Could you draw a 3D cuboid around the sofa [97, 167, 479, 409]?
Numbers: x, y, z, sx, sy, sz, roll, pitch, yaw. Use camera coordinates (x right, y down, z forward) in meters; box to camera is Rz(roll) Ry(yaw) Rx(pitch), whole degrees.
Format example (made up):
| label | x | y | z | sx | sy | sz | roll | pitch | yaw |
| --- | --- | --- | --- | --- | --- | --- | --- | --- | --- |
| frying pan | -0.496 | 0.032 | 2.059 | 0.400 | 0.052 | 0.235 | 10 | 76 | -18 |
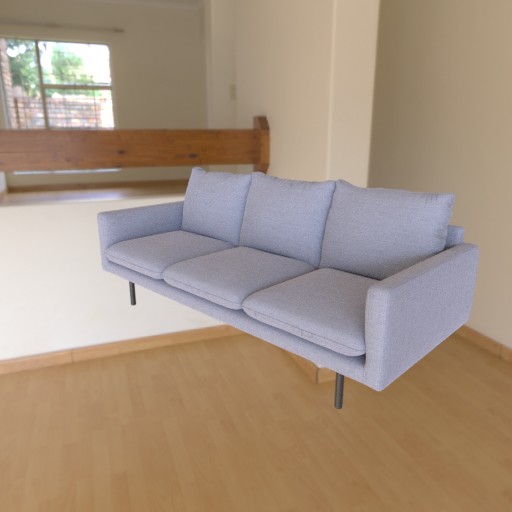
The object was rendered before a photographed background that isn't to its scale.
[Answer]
| label | x | y | z | sx | sy | sz | roll | pitch | yaw |
| --- | --- | --- | --- | --- | --- | --- | --- | --- | --- |
| sofa | 0.000 | 0.000 | 2.410 | 2.000 | 0.830 | 0.850 | 15 | 22 | 42 |
